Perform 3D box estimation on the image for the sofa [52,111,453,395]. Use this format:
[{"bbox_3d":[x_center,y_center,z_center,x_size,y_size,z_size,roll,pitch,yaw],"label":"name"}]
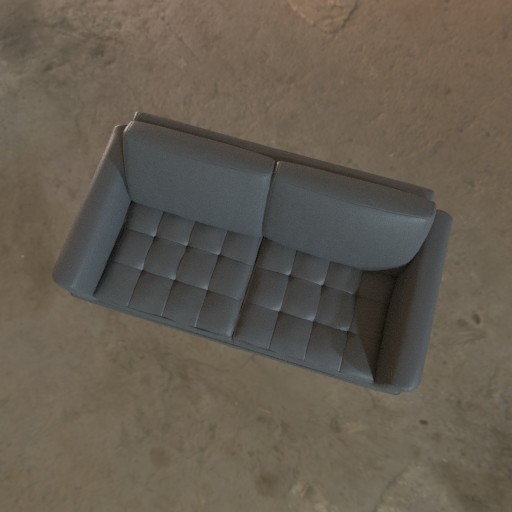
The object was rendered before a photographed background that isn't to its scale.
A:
[{"bbox_3d":[0.000,0.000,2.700,2.177,0.930,1.121,16,75,5],"label":"sofa"}]
